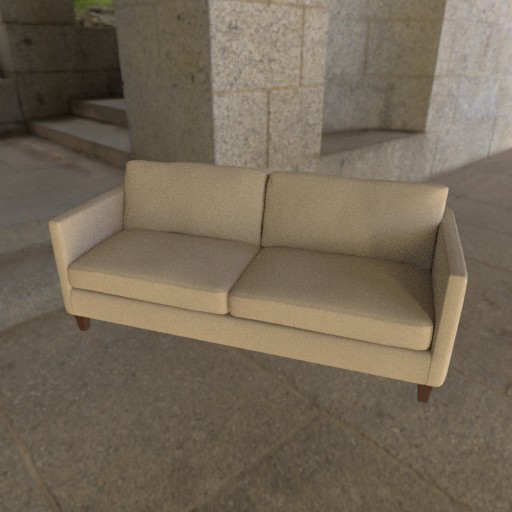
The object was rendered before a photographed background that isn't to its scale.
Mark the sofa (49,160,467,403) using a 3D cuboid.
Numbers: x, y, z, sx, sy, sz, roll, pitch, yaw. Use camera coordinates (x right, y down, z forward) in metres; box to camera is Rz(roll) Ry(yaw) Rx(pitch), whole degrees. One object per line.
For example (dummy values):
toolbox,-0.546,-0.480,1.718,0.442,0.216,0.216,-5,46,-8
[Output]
sofa,0.000,0.000,2.647,2.181,0.932,0.948,8,26,16
